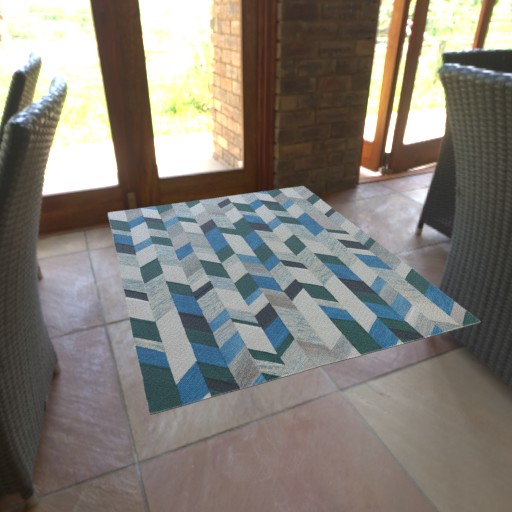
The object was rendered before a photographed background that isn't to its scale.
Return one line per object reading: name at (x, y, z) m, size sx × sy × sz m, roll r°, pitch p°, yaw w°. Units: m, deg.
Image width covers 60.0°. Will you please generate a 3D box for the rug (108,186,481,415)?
rug at (0.000, 0.000, 4.122) m, size 2.440 × 0.008 × 3.036 m, roll -10°, pitch 31°, yaw -18°
